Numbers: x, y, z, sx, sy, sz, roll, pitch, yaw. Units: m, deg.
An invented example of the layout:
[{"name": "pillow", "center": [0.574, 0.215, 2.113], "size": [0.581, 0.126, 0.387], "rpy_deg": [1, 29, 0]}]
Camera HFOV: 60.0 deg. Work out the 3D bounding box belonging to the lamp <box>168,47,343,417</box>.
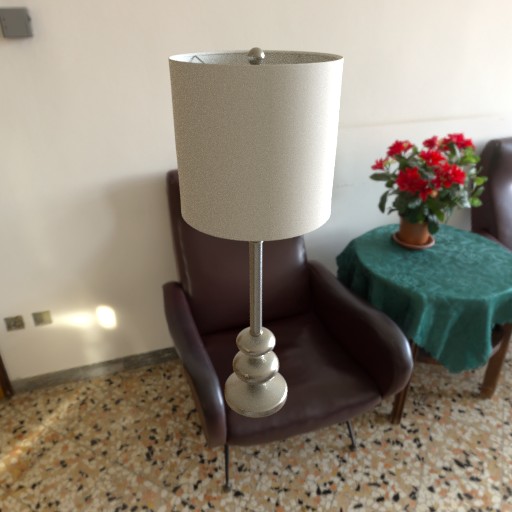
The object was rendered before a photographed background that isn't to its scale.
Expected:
[{"name": "lamp", "center": [0.000, 0.000, 0.809], "size": [0.254, 0.690, 0.254], "rpy_deg": [19, 34, 31]}]
